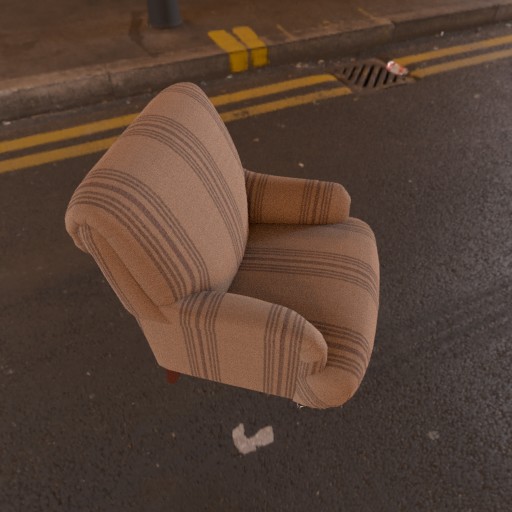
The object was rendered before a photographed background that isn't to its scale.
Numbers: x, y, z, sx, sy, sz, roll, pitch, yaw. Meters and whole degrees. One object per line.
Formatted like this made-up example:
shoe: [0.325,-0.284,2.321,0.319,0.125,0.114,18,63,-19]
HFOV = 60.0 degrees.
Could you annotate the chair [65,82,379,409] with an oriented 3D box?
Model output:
chair: [0.000,0.000,1.584,0.914,0.940,0.813,10,47,10]
